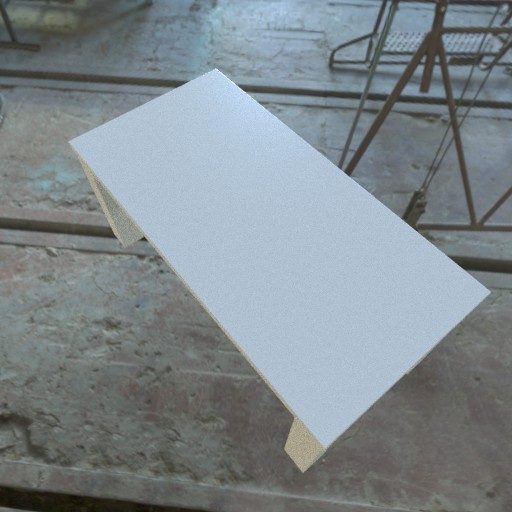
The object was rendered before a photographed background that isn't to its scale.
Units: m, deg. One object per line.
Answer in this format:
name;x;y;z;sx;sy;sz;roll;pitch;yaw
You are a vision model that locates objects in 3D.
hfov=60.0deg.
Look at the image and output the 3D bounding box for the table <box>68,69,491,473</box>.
table;0.000;0.000;2.280;0.900;0.790;1.800;-35;64;-20
